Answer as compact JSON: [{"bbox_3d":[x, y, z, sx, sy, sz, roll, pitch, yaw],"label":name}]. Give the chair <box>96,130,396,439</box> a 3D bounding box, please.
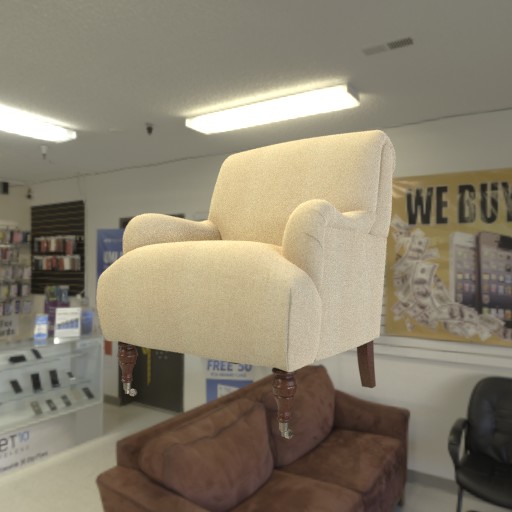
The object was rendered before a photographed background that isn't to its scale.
[{"bbox_3d":[0.000,0.000,1.558,0.766,0.944,0.842,0,0,35],"label":"chair"}]
